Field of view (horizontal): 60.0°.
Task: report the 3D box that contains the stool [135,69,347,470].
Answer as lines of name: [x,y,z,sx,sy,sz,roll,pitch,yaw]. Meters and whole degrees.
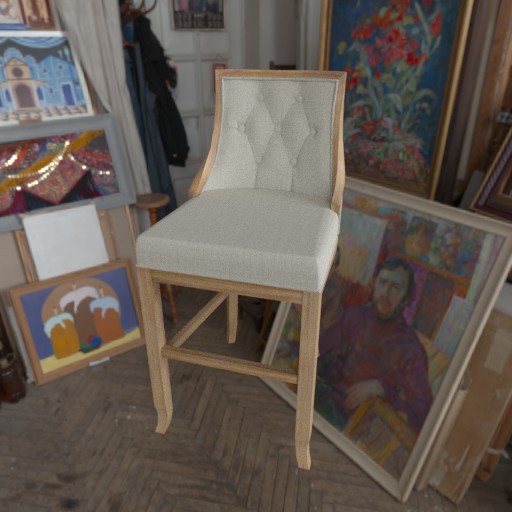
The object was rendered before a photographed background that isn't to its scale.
stool: [0.000,0.000,1.456,0.524,1.101,0.626,7,27,15]
